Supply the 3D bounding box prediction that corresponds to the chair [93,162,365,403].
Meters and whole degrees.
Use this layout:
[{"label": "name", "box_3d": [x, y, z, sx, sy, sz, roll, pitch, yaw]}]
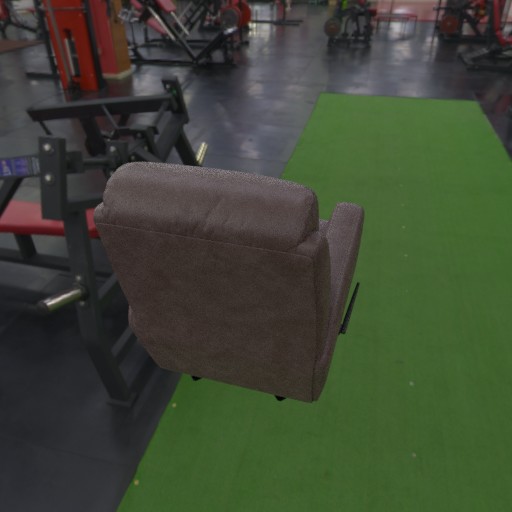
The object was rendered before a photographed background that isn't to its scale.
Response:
[{"label": "chair", "box_3d": [0.000, 0.000, 1.844, 0.865, 1.067, 1.067, 9, 35, 13]}]
